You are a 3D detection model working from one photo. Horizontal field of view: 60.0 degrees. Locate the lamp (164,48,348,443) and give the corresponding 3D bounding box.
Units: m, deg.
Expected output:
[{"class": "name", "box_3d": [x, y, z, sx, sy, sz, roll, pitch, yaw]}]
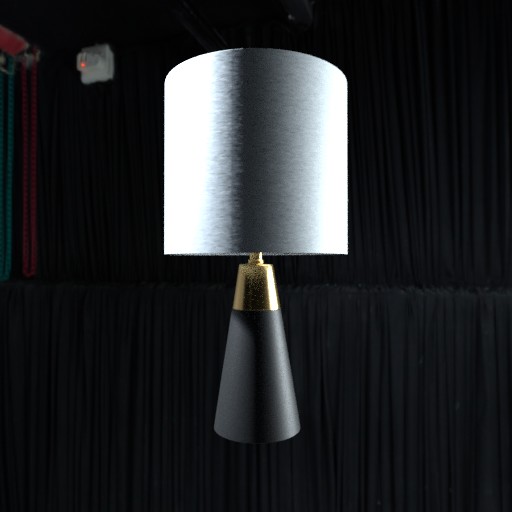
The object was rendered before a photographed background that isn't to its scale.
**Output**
[{"class": "lamp", "box_3d": [0.000, 0.000, 0.760, 0.308, 0.580, 0.308, 0, -1, 19]}]
